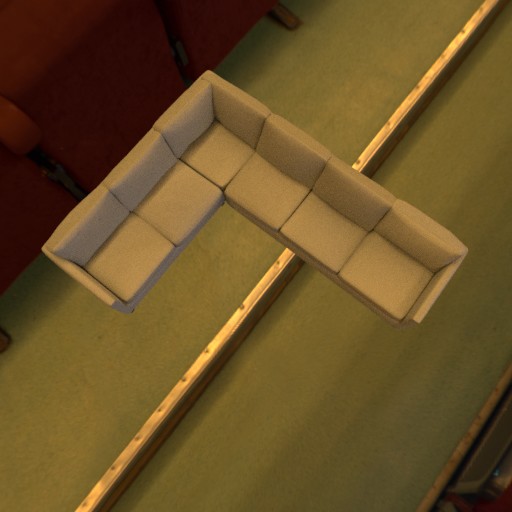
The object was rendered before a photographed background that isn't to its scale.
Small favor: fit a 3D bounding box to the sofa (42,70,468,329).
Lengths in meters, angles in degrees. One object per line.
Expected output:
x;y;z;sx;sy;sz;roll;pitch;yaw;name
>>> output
0.000;0.000;4.481;3.301;0.947;2.592;37;79;9;sofa
